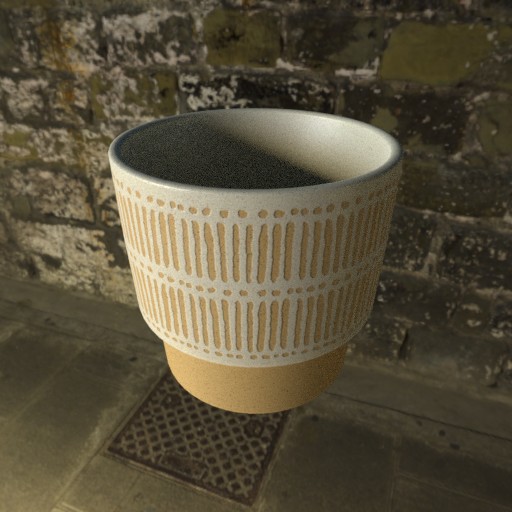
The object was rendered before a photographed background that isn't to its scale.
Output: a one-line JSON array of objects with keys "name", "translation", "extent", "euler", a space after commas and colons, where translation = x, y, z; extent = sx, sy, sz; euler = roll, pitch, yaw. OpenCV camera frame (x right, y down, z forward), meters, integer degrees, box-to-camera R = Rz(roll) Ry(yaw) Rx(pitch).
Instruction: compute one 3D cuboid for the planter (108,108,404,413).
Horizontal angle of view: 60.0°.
[{"name": "planter", "translation": [0.000, 0.000, 0.569], "extent": [0.317, 0.303, 0.317], "euler": [0, 30, 0]}]
